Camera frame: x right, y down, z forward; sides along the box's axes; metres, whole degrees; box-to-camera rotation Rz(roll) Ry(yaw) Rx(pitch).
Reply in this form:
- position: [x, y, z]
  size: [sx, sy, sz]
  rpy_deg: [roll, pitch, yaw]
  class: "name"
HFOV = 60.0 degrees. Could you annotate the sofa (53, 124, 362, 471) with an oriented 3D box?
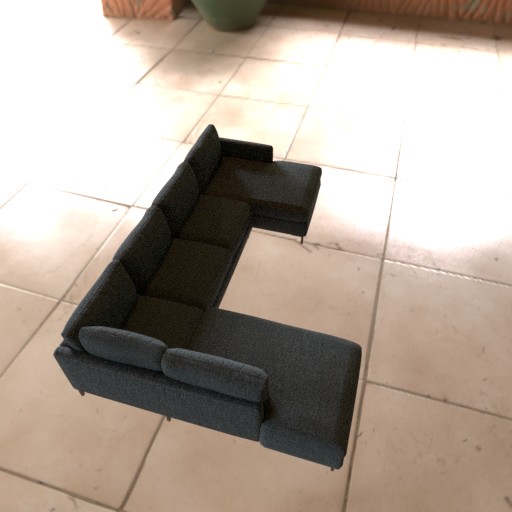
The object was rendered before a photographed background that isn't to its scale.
- position: [0.000, 0.000, 3.590]
  size: [1.879, 0.753, 2.737]
  rpy_deg: [12, 47, 11]
  class: "sofa"
